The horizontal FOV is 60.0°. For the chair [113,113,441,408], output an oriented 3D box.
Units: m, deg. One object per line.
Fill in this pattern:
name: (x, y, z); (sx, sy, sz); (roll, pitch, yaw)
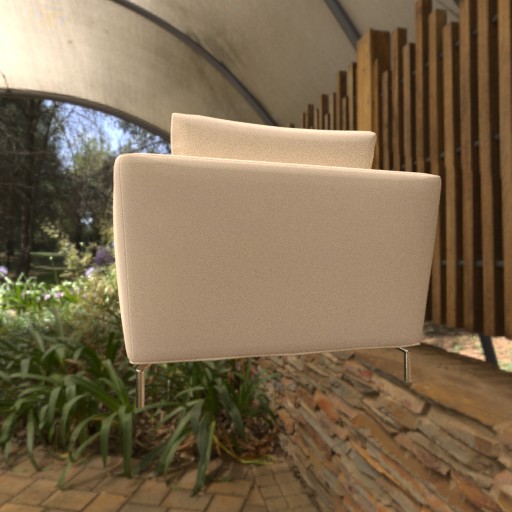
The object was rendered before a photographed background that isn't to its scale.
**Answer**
chair: (0.000, 0.000, 1.696); (1.041, 0.865, 0.889); (0, -1, -18)
